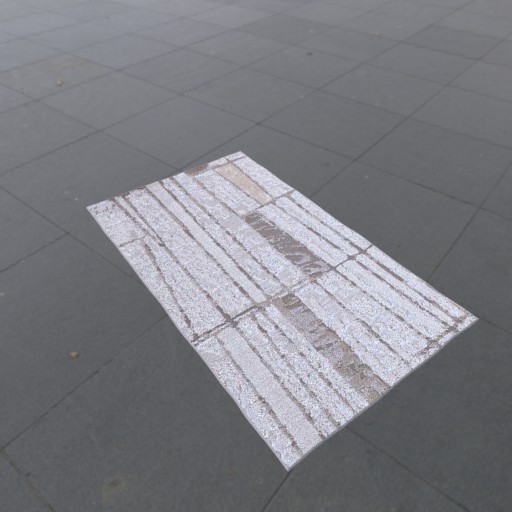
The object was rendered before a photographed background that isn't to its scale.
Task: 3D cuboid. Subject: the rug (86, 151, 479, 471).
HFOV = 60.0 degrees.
[{"bbox_3d":[0.000,0.000,1.064,0.515,0.007,0.867,-27,49,-26],"label":"rug"}]
